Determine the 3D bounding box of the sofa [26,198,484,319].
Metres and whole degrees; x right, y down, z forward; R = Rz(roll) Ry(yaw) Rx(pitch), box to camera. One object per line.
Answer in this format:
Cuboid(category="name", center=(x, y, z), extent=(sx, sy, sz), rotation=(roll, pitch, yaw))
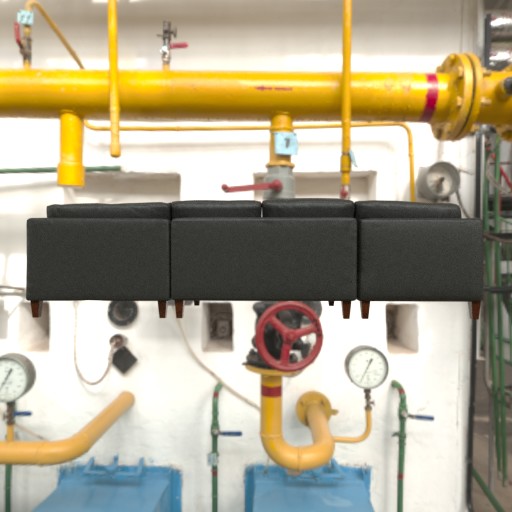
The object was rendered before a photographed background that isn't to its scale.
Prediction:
Cuboid(category="sofa", center=(0.000, 0.000, 4.563), extent=(3.460, 0.923, 2.593), rotation=(0, 0, 2))
